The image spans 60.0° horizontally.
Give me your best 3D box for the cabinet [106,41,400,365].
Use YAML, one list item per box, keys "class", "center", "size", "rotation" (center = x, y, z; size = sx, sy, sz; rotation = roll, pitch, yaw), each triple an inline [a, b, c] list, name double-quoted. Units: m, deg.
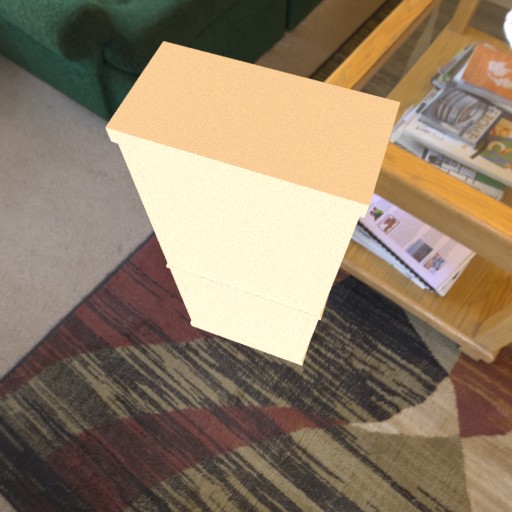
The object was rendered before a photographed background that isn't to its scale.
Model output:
- class: "cabinet"
  center: [0.000, 0.000, 2.079]
  size: [0.754, 1.829, 0.390]
  rotation: [18, 65, 9]
